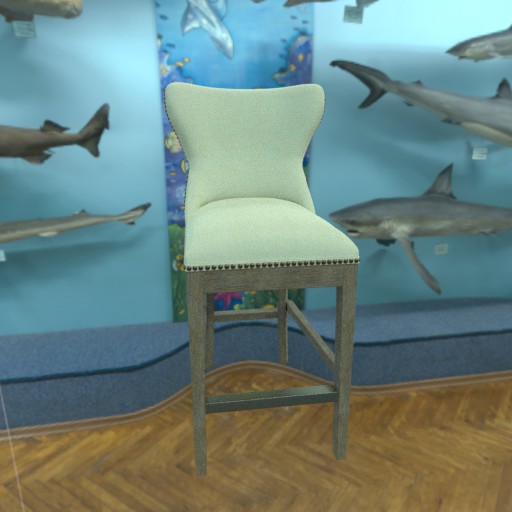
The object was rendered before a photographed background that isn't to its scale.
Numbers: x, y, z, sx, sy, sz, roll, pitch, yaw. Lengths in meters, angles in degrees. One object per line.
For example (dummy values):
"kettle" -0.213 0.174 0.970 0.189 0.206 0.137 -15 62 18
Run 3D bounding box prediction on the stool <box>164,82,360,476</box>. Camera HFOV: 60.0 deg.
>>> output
"stool" 0.000 0.000 1.305 0.498 0.981 0.608 -3 17 -8
